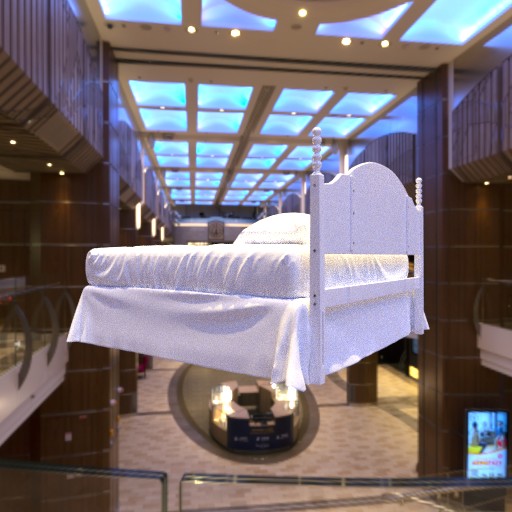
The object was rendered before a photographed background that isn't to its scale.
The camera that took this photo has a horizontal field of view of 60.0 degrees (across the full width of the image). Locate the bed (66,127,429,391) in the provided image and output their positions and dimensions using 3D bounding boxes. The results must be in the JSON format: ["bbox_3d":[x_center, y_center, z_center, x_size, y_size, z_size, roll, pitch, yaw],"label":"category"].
[{"bbox_3d":[0.000,0.000,3.718,2.219,1.355,2.322,0,0,36],"label":"bed"}]
